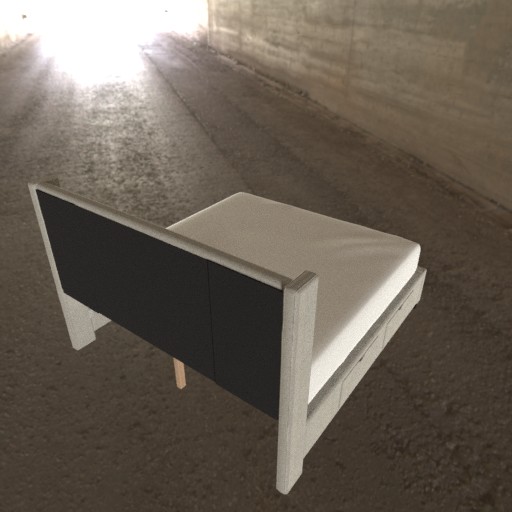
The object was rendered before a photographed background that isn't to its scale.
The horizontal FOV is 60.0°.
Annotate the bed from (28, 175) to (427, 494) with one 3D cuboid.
[{"bbox_3d":[0.000,0.000,3.572,2.140,1.470,2.280,21,36,31],"label":"bed"}]
